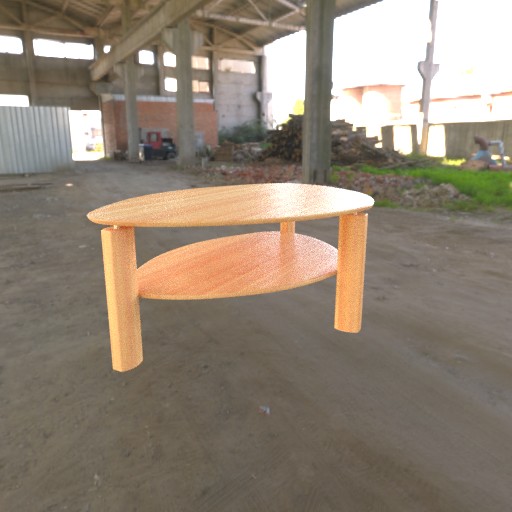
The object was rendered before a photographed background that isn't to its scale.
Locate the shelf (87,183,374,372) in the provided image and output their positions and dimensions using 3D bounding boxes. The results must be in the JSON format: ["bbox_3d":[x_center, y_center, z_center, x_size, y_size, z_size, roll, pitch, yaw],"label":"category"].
[{"bbox_3d":[0.000,0.000,1.673,0.845,0.440,1.246,8,16,27],"label":"shelf"}]
